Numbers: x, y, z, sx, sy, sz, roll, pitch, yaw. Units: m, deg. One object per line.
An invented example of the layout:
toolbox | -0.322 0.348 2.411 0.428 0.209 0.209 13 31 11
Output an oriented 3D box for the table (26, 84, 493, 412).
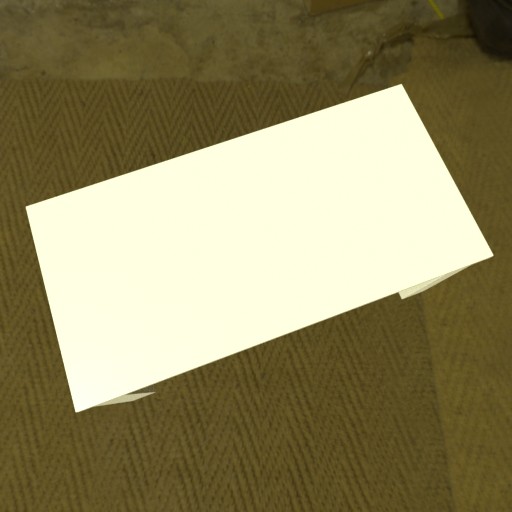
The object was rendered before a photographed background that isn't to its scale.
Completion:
table | 0.000 0.000 2.273 1.800 0.790 0.900 -20 75 -5
